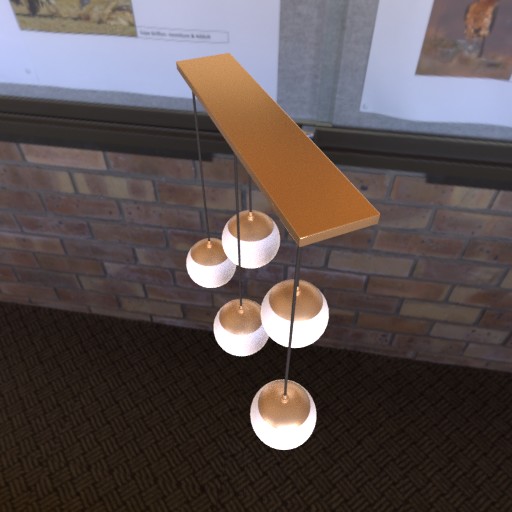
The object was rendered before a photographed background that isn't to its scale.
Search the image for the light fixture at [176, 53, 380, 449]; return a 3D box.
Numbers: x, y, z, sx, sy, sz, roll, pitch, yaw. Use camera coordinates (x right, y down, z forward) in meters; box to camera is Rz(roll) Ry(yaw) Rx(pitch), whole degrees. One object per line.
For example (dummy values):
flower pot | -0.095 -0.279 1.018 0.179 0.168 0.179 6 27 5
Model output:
light fixture | 0.000 0.000 1.307 0.299 0.869 0.863 -17 48 -16
